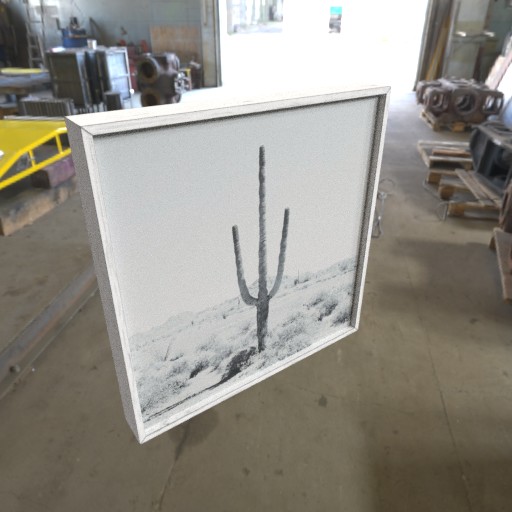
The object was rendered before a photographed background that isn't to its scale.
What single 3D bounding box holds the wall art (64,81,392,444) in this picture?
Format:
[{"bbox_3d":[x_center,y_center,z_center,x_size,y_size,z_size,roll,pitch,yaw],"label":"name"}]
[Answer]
[{"bbox_3d":[0.000,0.000,0.449,0.305,0.305,0.038,-19,34,-31],"label":"wall art"}]
